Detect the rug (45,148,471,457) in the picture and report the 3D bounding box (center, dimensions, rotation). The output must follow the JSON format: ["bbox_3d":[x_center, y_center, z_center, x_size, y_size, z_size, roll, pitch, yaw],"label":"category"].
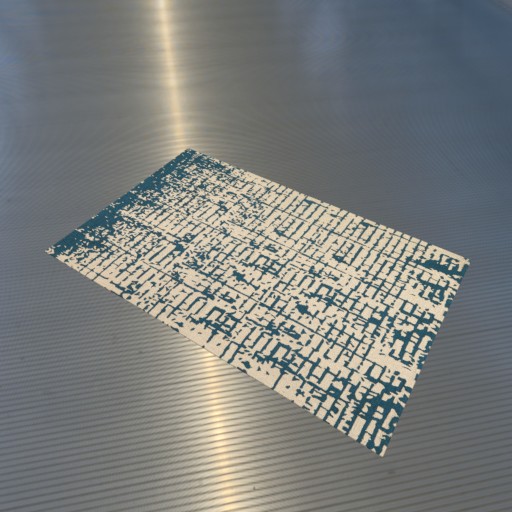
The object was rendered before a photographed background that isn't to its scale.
[{"bbox_3d":[0.000,0.000,2.980,2.435,0.011,1.517,26,51,22],"label":"rug"}]
